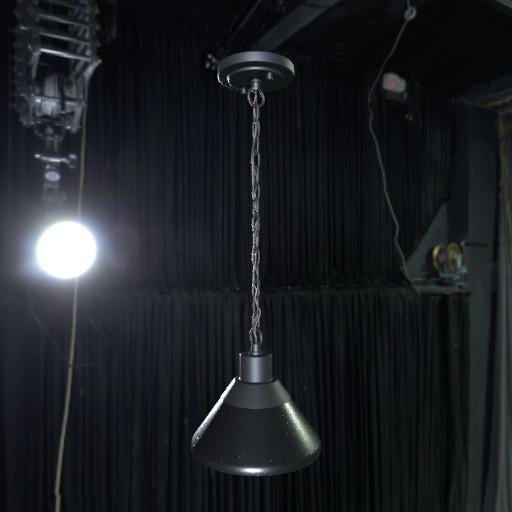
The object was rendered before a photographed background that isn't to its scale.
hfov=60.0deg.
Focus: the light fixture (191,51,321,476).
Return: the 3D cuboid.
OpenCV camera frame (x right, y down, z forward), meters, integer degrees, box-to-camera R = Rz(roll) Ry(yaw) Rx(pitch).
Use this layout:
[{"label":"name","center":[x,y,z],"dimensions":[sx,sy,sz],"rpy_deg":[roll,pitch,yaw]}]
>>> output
[{"label":"light fixture","center":[0.000,0.000,0.694],"dimensions":[0.201,0.588,0.201],"rpy_deg":[0,-1,-35]}]
